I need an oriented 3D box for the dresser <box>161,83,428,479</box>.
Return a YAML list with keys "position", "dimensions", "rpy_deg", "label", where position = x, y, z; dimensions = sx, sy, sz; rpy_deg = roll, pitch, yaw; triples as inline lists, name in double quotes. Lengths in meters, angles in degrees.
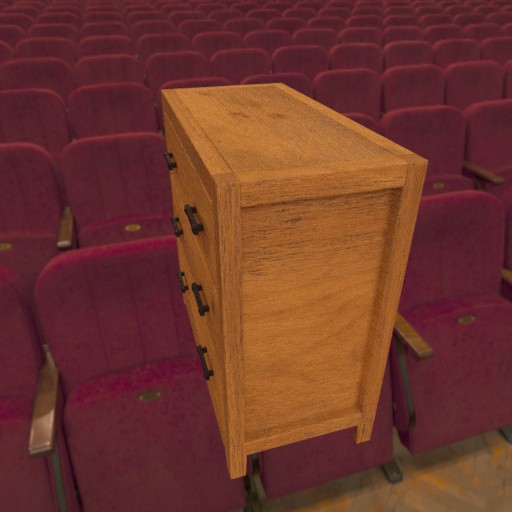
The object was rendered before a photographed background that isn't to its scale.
- position: [0.000, 0.000, 1.298]
  dimensions: [0.427, 0.804, 0.804]
  rpy_deg: [-9, 32, -14]
  label: "dresser"
